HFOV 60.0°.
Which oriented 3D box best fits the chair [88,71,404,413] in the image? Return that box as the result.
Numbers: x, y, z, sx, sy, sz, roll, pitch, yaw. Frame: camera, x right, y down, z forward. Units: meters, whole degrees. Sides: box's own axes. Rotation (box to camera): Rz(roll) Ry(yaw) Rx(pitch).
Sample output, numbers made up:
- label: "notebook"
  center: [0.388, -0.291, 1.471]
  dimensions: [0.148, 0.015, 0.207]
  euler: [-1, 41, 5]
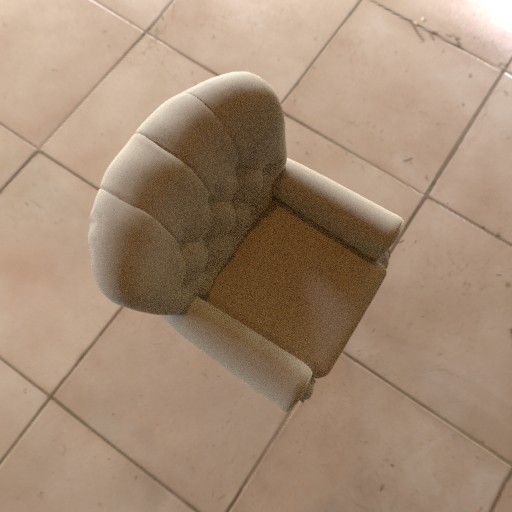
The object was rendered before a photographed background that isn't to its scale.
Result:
- label: "chair"
  center: [0.000, 0.000, 2.047]
  dimensions: [1.132, 1.169, 1.035]
  euler: [32, 77, 9]
